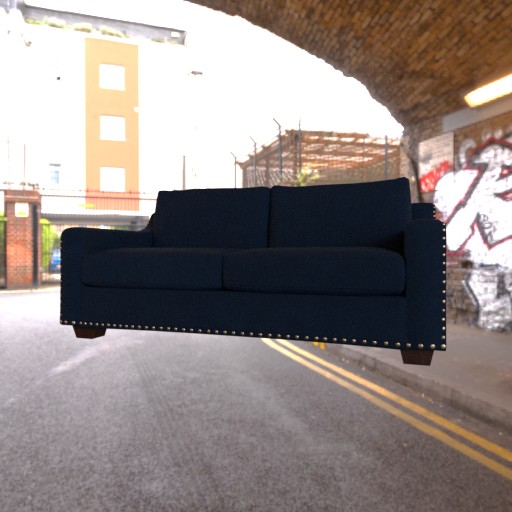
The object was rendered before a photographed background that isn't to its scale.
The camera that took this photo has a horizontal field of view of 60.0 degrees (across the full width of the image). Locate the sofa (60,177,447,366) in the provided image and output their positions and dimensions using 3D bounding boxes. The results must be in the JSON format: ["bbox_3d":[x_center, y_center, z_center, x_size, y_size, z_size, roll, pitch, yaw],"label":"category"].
[{"bbox_3d":[0.000,0.000,2.744,2.107,0.983,1.104,0,1,19],"label":"sofa"}]
